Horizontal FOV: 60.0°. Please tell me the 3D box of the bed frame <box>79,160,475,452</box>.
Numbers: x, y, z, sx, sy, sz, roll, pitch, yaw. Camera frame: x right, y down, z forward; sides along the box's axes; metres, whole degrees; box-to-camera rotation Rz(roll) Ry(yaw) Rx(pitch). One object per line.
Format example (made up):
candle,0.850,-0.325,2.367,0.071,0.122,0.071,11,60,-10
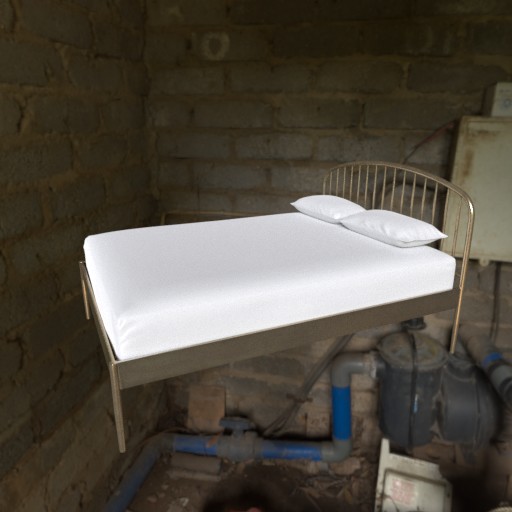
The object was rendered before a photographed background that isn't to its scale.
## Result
bed frame,0.000,0.000,3.002,2.152,1.175,1.612,-8,19,-24
